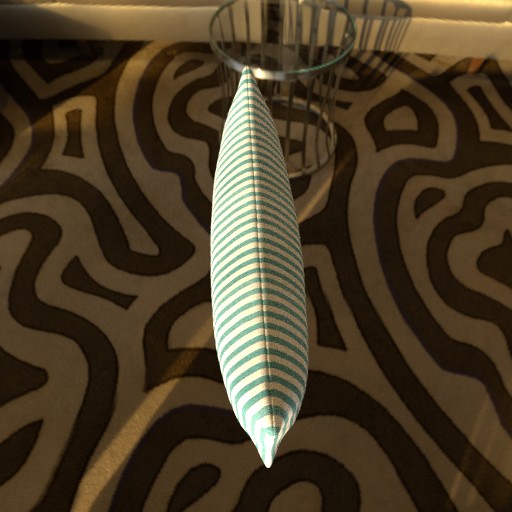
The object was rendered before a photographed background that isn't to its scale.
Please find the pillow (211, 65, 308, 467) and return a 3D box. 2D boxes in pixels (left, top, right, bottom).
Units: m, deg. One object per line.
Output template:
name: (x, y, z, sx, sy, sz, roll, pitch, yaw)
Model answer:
pillow: (0.000, 0.000, 0.739, 0.151, 0.295, 0.617, -3, 58, -2)
